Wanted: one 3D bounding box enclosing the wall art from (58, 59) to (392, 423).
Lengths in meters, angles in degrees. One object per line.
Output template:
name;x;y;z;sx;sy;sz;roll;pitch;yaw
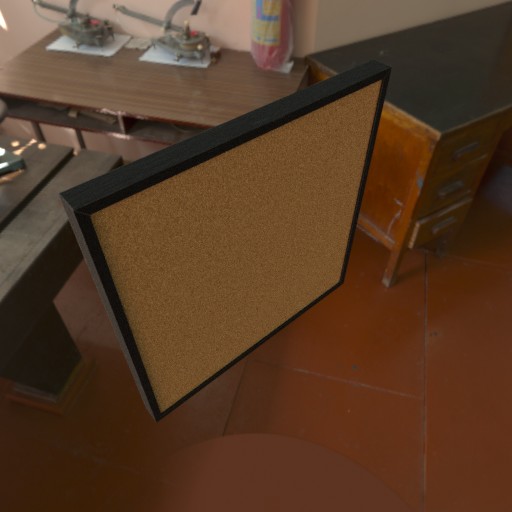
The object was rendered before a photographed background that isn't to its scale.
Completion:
wall art;0.000;0.000;0.743;0.506;0.506;0.036;-32;54;-27
